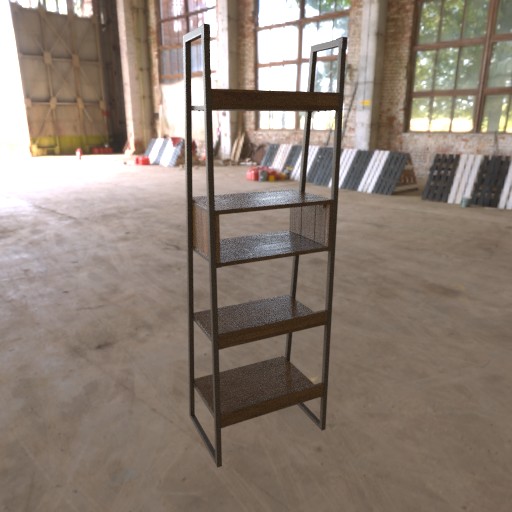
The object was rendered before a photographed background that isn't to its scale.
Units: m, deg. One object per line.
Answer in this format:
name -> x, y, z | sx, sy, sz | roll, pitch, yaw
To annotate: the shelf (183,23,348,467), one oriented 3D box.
shelf -> 0.000, 0.000, 2.250 | 0.652, 2.005, 0.454 | -8, 19, -25
